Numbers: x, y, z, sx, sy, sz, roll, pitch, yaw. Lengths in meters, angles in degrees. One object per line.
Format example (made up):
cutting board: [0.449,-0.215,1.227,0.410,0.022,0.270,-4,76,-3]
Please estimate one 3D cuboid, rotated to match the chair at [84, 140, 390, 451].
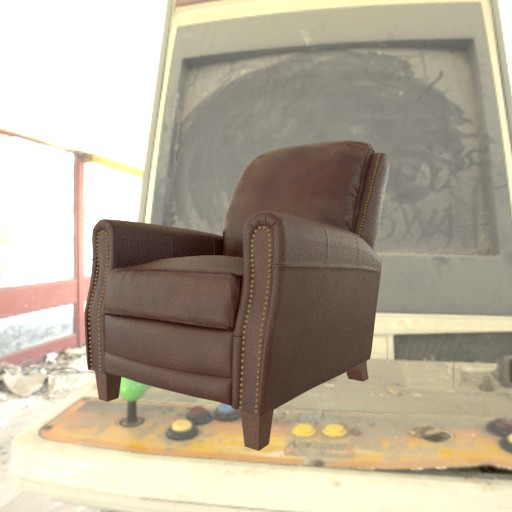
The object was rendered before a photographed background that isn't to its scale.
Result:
chair: [0.000,0.000,1.770,0.826,1.022,1.089,1,2,35]
